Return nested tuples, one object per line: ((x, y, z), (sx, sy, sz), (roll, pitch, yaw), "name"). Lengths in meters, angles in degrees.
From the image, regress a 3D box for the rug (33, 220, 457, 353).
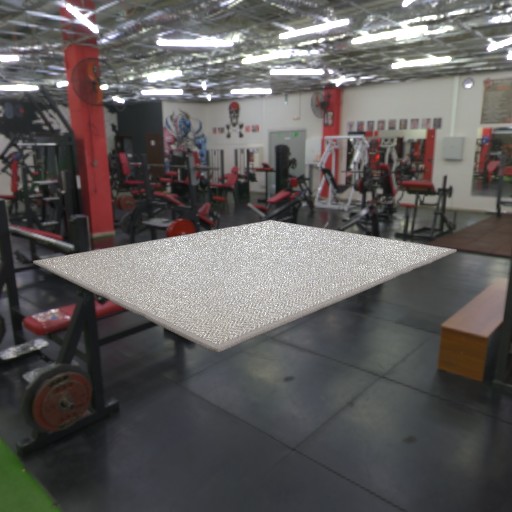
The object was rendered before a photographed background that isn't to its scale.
((0.000, 0.000, 4.012), (2.434, 0.032, 3.007), (14, 19, 43), "rug")
